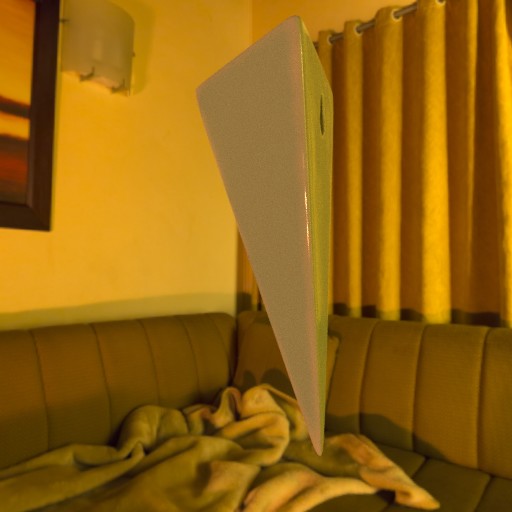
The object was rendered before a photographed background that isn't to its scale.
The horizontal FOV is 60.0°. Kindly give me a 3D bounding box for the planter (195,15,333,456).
[{"bbox_3d":[0.000,0.000,0.210,0.064,0.178,0.080,-1,-2,19],"label":"planter"}]
